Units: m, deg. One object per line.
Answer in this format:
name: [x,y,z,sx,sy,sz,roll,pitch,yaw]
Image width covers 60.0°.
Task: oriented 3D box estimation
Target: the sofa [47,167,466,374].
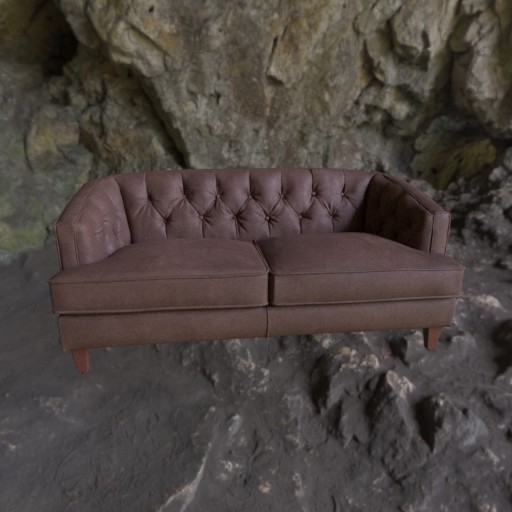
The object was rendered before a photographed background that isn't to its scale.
sofa: [0.000,0.000,2.244,1.767,0.799,0.917,-2,17,-7]
